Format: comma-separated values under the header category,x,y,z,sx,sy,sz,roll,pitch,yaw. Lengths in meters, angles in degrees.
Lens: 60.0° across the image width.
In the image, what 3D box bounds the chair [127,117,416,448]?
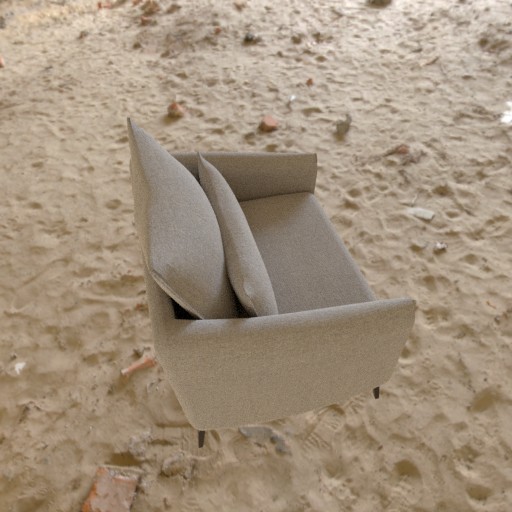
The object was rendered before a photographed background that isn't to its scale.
category,x,y,z,sx,sy,sz,roll,pitch,yaw
chair,0.000,0.000,1.670,0.801,0.856,1.029,-11,47,-11
